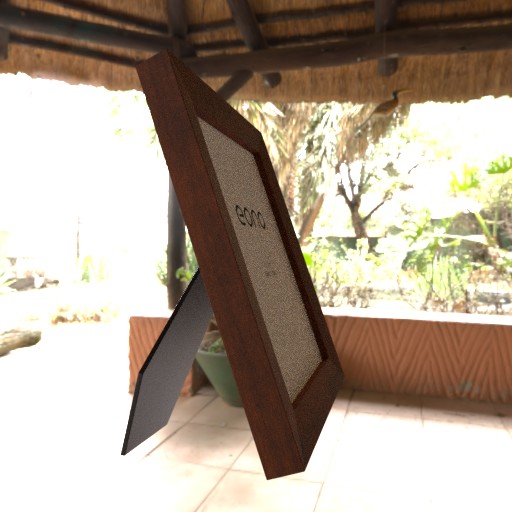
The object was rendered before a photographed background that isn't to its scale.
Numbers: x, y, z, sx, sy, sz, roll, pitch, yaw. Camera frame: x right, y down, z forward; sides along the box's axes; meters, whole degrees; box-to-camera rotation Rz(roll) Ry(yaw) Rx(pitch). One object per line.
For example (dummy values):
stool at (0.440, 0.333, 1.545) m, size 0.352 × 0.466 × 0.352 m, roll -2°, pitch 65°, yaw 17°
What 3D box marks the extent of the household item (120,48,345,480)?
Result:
household item at (0.000, 0.000, 0.287) m, size 0.096 × 0.204 × 0.160 m, roll 0°, pitch 0°, yaw 18°
